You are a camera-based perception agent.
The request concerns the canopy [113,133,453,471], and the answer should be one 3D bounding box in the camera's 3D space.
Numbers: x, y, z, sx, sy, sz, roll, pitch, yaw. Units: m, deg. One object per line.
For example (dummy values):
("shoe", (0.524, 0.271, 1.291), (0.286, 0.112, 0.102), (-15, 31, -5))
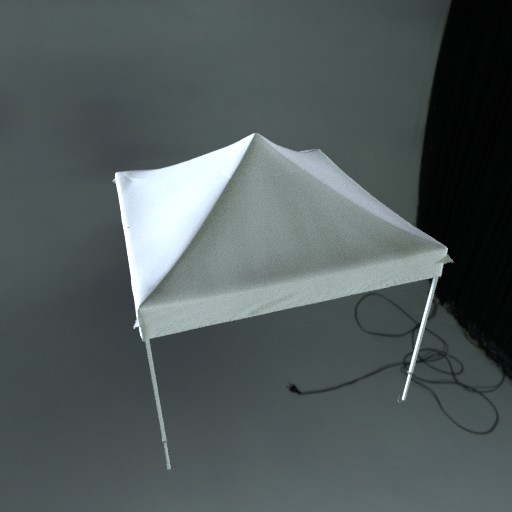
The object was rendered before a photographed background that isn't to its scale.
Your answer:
("canopy", (0.000, 0.000, 5.350), (2.996, 2.998, 2.994), (-10, 34, -15))
